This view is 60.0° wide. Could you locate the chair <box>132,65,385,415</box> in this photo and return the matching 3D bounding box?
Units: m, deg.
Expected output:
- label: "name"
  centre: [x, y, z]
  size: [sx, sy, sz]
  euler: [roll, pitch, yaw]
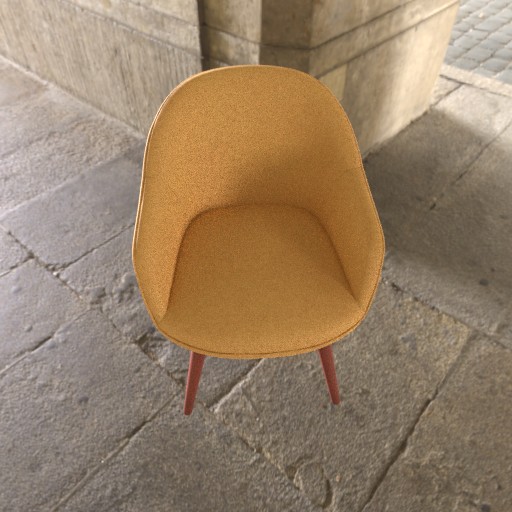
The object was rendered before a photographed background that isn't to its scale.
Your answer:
- label: "chair"
  centre: [0.000, 0.000, 1.261]
  size: [0.596, 0.823, 0.635]
  euler: [-3, 47, -3]
